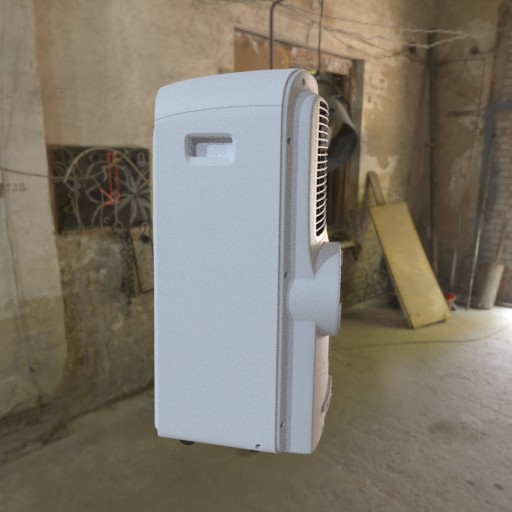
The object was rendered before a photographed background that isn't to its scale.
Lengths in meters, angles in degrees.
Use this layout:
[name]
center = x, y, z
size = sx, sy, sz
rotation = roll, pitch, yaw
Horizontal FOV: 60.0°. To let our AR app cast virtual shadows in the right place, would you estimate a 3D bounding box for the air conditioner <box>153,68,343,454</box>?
[air conditioner]
center = 0.000, 0.000, 0.957
size = 0.365, 0.700, 0.454
rotation = 2, 13, 9
